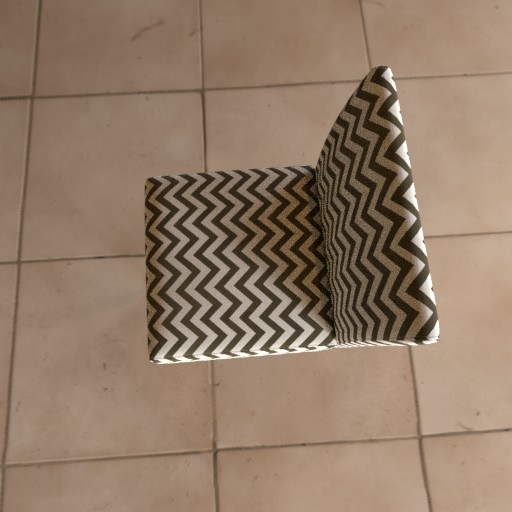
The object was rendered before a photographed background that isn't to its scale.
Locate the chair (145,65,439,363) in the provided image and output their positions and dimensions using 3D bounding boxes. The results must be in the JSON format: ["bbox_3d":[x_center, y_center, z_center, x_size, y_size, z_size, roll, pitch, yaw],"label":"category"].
[{"bbox_3d":[0.000,0.000,1.269,0.648,0.838,0.589,-5,76,-1],"label":"chair"}]
